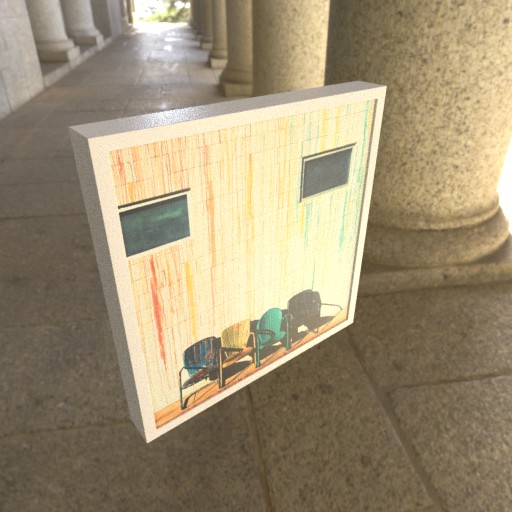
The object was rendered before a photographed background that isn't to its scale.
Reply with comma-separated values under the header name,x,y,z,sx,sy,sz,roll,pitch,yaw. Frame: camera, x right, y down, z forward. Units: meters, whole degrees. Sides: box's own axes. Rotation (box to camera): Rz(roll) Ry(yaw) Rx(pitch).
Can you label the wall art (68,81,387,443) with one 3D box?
name,x,y,z,sx,sy,sz,roll,pitch,yaw
wall art,0.000,0.000,0.456,0.305,0.305,0.038,-22,37,-32
